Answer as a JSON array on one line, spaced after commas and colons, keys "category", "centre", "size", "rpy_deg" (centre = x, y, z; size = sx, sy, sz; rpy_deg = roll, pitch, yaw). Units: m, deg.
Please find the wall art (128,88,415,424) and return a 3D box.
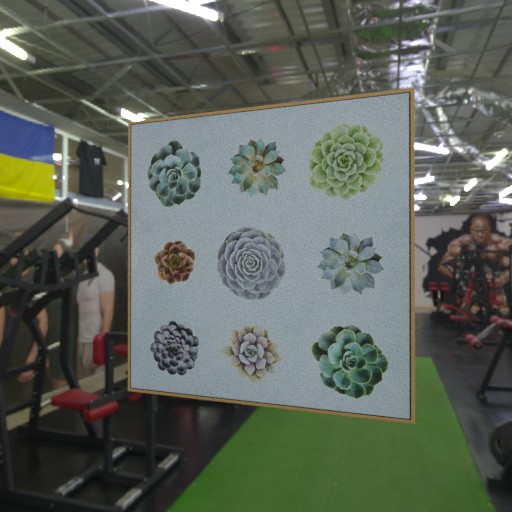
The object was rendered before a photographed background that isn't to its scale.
[{"category": "wall art", "centre": [0.000, 0.000, 1.427], "size": [0.962, 0.959, 0.013], "rpy_deg": [0, 0, 19]}]
